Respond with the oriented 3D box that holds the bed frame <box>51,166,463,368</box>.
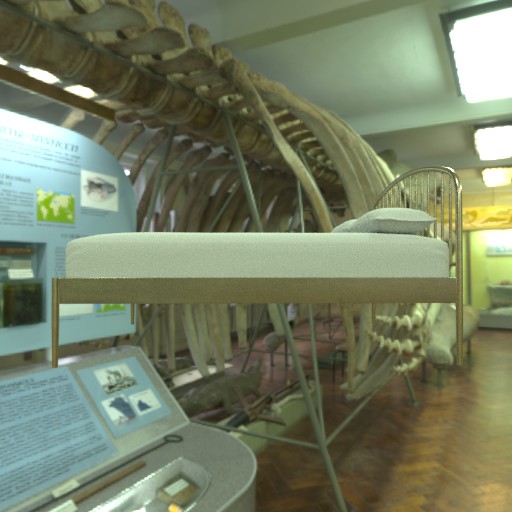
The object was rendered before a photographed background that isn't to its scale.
[{"bbox_3d":[0.000,0.000,3.113,2.152,1.175,1.612,0,-1,-1],"label":"bed frame"}]
